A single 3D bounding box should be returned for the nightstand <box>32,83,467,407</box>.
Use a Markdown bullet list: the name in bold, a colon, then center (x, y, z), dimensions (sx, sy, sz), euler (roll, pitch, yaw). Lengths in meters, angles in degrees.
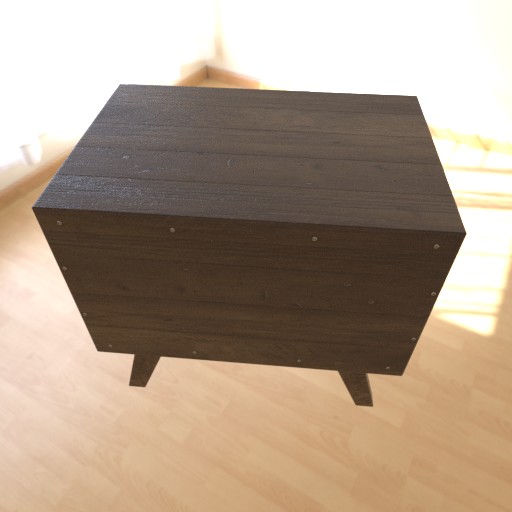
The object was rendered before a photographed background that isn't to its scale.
- **nightstand**: center (0.000, 0.000, 1.026), dimensions (0.650, 0.599, 0.450), euler (4, 45, 4)
